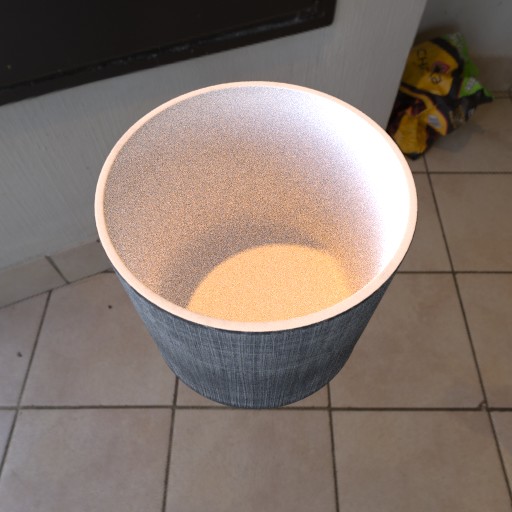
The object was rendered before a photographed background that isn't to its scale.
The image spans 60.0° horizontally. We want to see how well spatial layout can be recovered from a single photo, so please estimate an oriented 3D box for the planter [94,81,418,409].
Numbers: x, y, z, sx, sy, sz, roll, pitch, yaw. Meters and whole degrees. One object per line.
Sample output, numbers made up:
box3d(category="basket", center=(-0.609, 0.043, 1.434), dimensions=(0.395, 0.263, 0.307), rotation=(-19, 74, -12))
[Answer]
box3d(category="planter", center=(0.000, 0.000, 0.447), dimensions=(0.254, 0.221, 0.254), rotation=(0, 58, 0))
